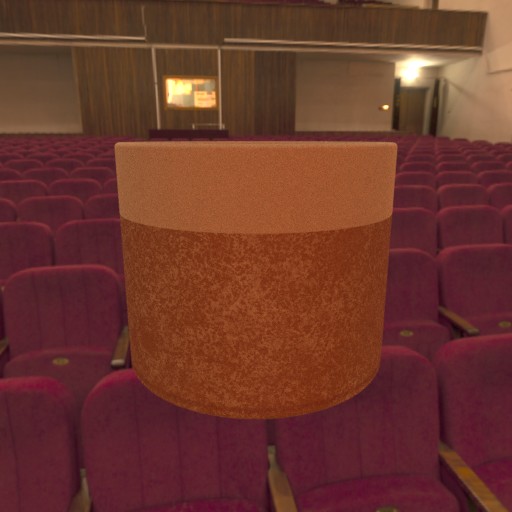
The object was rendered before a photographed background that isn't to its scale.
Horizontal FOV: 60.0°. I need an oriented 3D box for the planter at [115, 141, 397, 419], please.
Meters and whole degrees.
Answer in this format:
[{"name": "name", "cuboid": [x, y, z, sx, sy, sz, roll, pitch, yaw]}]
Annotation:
[{"name": "planter", "cuboid": [0.000, 0.000, 0.277, 0.159, 0.138, 0.159, 0, 15, 0]}]
